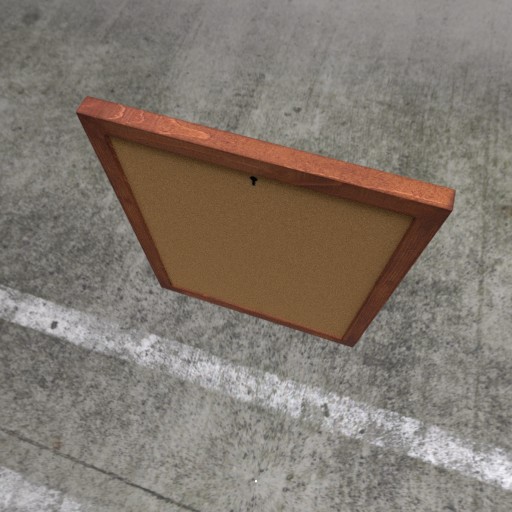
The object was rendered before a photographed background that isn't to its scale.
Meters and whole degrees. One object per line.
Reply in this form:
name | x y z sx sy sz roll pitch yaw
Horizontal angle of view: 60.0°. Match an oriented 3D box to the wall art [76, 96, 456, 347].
wall art | 0.000 0.000 0.770 0.462 0.558 0.030 16 64 8
